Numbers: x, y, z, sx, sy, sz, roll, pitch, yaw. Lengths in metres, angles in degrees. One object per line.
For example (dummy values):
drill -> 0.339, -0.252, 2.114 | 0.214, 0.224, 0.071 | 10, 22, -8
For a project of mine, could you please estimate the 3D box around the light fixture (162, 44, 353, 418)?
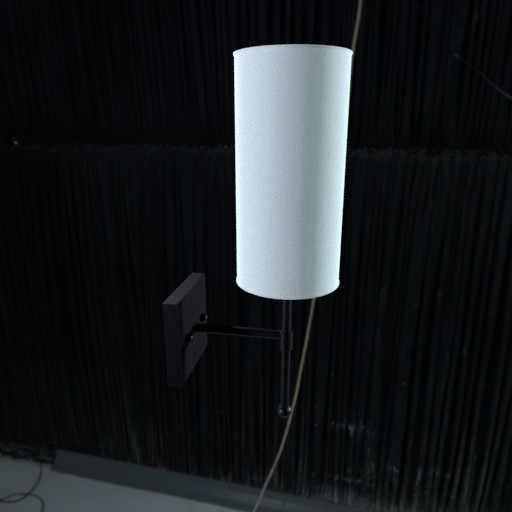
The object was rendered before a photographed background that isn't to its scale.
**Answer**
light fixture -> 0.000, 0.000, 0.554 | 0.208, 0.462, 0.128 | 3, 18, 10
